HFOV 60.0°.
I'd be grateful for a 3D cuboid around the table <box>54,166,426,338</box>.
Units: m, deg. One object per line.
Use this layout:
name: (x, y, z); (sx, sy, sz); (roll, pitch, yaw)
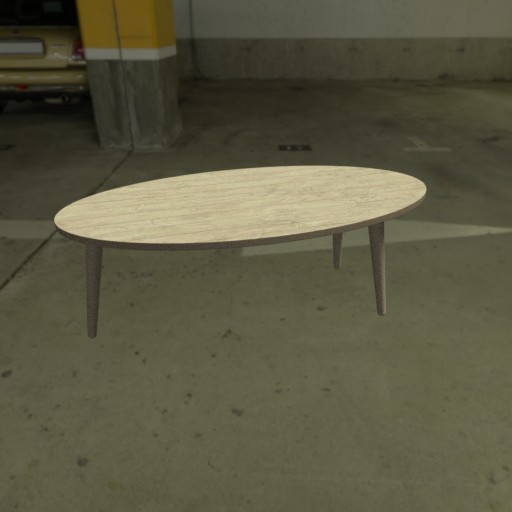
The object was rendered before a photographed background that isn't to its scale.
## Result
table: (0.000, 0.000, 1.370); (1.083, 0.390, 0.542); (-8, 29, -15)
